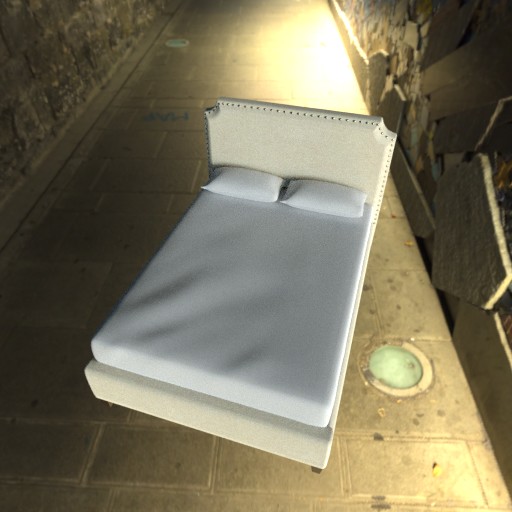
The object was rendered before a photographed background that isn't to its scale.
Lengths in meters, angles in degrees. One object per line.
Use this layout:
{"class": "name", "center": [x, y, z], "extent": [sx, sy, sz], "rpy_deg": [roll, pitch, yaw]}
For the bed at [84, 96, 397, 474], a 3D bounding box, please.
{"class": "bed", "center": [0.000, 0.000, 3.448], "extent": [1.713, 1.457, 2.381], "rpy_deg": [12, 43, 13]}
